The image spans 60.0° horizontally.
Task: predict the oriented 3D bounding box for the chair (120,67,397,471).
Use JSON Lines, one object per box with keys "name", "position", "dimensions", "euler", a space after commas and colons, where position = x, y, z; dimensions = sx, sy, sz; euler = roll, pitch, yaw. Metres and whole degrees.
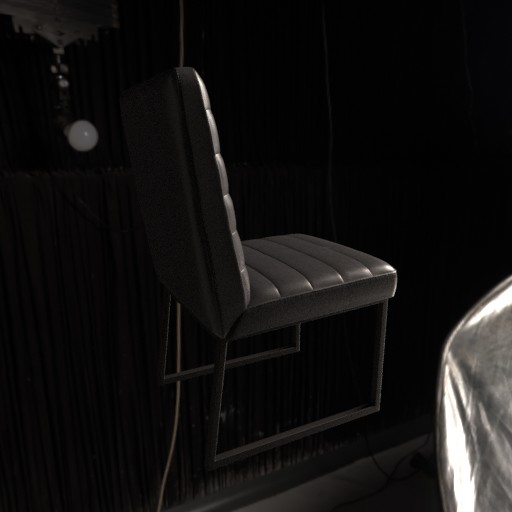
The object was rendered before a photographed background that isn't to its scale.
{"name": "chair", "position": [0.000, 0.000, 1.287], "dimensions": [0.634, 0.930, 0.520], "euler": [-7, 16, -26]}
